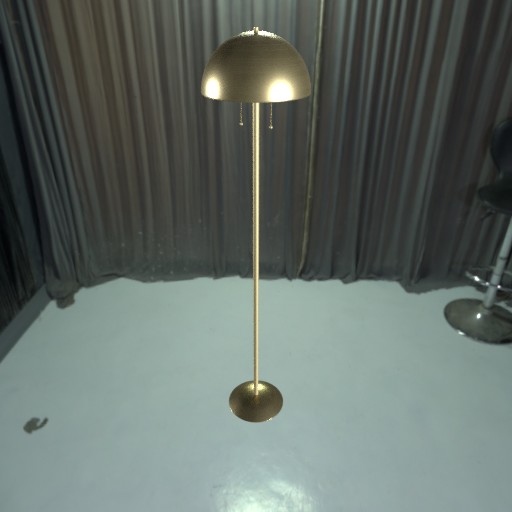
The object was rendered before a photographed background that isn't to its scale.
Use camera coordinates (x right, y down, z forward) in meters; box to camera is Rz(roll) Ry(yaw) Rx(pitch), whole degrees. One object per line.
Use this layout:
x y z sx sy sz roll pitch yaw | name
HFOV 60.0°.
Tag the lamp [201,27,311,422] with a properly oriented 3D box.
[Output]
0.000 0.000 1.613 0.328 1.480 0.328 -1 29 -1 | lamp
